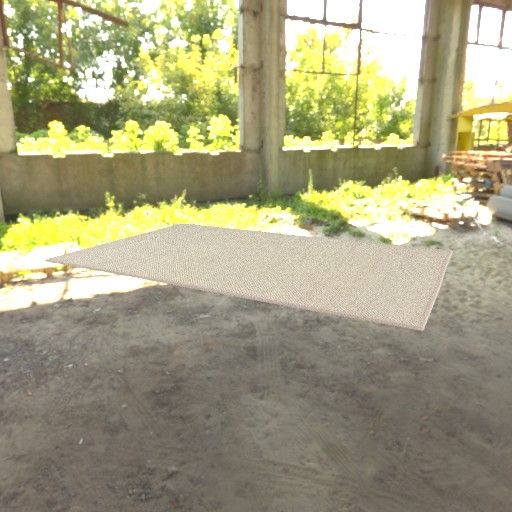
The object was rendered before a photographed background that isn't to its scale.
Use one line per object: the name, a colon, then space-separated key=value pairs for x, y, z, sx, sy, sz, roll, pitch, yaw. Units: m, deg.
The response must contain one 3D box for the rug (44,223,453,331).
rug: x=0.000 y=0.000 z=2.138 sx=1.676 sy=0.013 sz=1.067 roll=8 pitch=16 yaw=27
